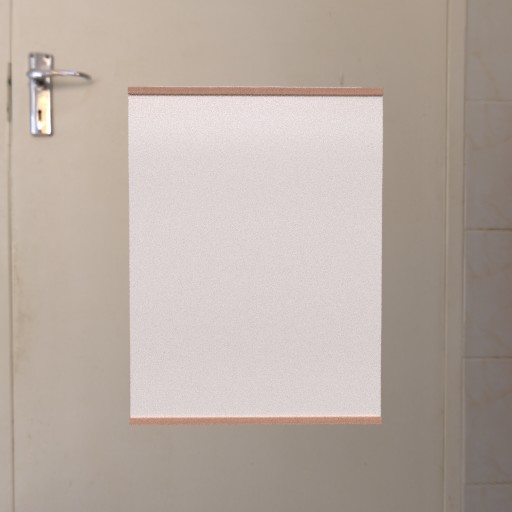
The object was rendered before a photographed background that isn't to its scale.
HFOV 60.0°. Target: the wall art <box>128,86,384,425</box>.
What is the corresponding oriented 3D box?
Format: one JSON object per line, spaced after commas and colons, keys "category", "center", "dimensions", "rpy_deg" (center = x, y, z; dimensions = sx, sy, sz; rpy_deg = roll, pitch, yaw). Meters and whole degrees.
{"category": "wall art", "center": [0.000, 0.000, 1.332], "dimensions": [0.758, 1.013, 0.020], "rpy_deg": [0, 1, -1]}
